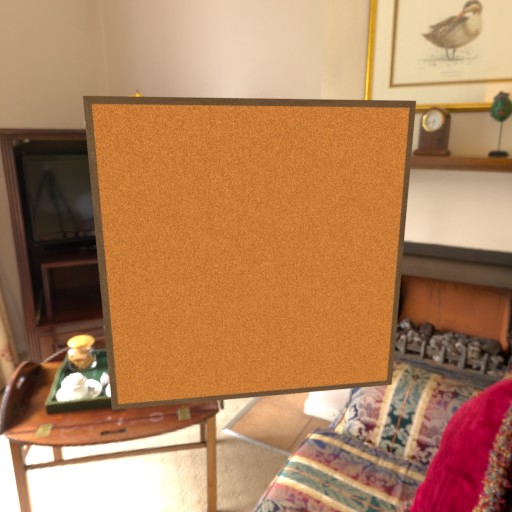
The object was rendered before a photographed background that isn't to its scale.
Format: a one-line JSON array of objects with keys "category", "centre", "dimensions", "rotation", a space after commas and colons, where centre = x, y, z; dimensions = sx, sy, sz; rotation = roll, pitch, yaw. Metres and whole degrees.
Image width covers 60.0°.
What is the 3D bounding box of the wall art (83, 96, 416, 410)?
[{"category": "wall art", "centre": [0.000, 0.000, 0.454], "dimensions": [0.303, 0.302, 0.038], "rotation": [-2, 15, -9]}]
